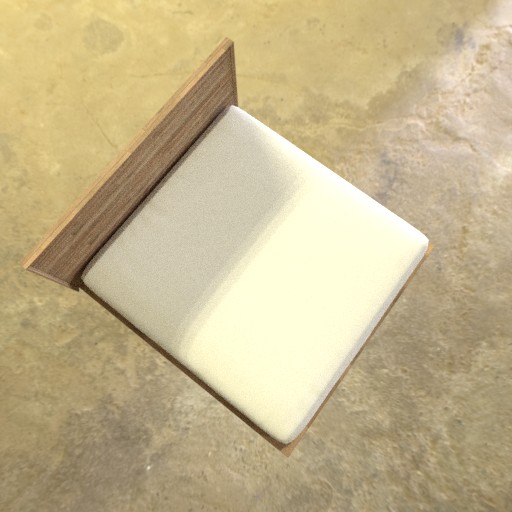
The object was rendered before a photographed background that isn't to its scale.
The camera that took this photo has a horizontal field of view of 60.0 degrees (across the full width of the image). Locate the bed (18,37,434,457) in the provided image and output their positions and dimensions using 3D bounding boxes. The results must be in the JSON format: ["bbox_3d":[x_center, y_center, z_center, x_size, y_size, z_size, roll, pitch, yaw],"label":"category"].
[{"bbox_3d":[0.000,0.000,3.368,2.167,1.100,2.116,37,79,8],"label":"bed"}]
